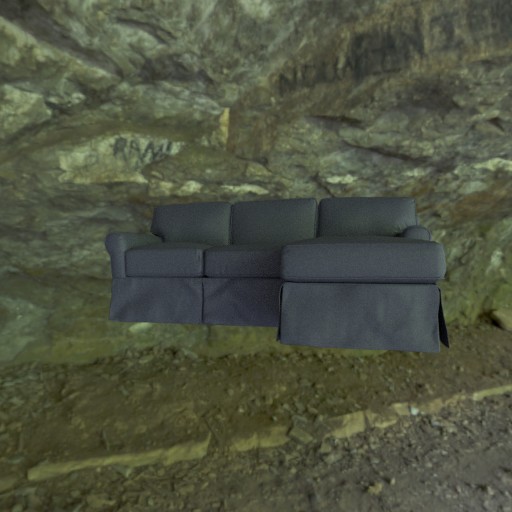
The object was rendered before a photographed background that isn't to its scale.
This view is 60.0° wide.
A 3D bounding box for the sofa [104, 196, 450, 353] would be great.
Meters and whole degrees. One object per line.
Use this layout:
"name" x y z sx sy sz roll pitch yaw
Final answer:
"sofa" 0.000 0.000 3.347 2.518 1.039 1.637 0 -1 15
